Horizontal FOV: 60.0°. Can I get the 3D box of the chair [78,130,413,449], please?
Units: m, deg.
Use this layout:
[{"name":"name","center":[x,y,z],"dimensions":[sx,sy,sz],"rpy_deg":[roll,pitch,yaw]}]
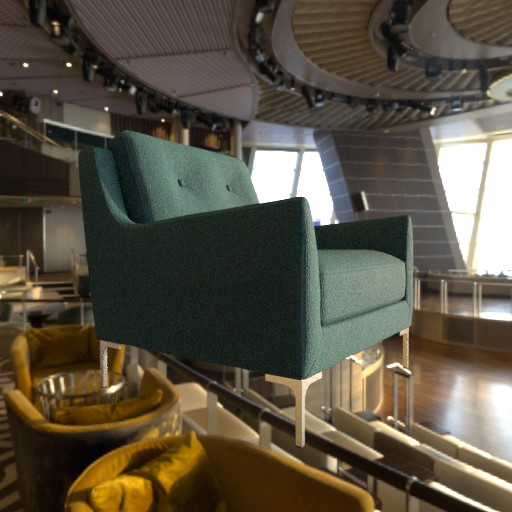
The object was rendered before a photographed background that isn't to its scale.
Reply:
[{"name":"chair","center":[0.000,0.000,1.531],"dimensions":[0.849,0.828,0.847],"rpy_deg":[1,2,35]}]
